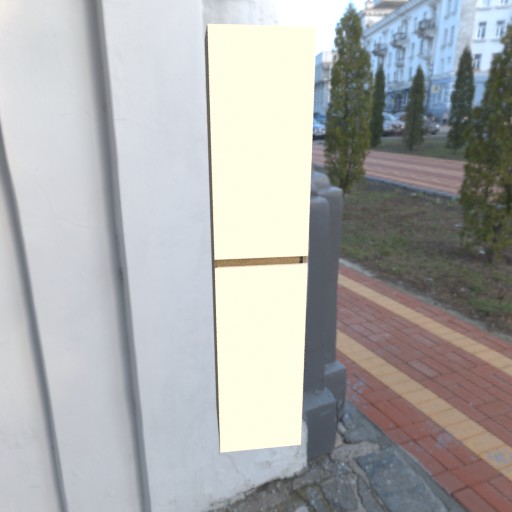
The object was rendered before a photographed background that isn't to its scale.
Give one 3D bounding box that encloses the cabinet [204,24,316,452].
[{"bbox_3d":[0.000,0.000,1.542,0.300,1.400,0.270,-2,18,-7],"label":"cabinet"}]
